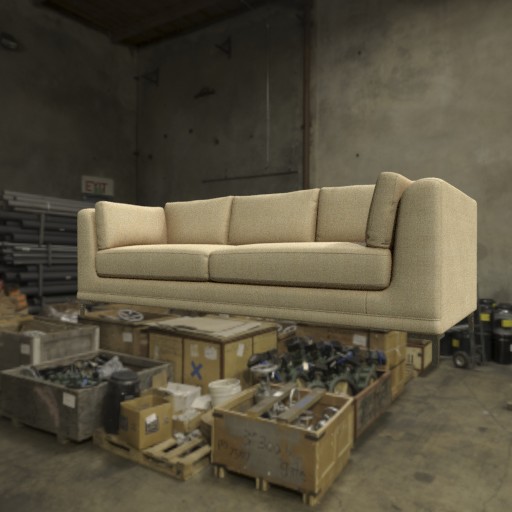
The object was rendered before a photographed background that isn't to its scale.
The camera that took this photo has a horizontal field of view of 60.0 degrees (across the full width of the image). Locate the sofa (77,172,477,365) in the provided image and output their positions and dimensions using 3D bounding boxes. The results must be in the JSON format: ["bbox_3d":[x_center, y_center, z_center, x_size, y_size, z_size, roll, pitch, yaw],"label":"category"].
[{"bbox_3d":[0.000,0.000,2.824,2.415,0.867,0.969,0,1,34],"label":"sofa"}]
